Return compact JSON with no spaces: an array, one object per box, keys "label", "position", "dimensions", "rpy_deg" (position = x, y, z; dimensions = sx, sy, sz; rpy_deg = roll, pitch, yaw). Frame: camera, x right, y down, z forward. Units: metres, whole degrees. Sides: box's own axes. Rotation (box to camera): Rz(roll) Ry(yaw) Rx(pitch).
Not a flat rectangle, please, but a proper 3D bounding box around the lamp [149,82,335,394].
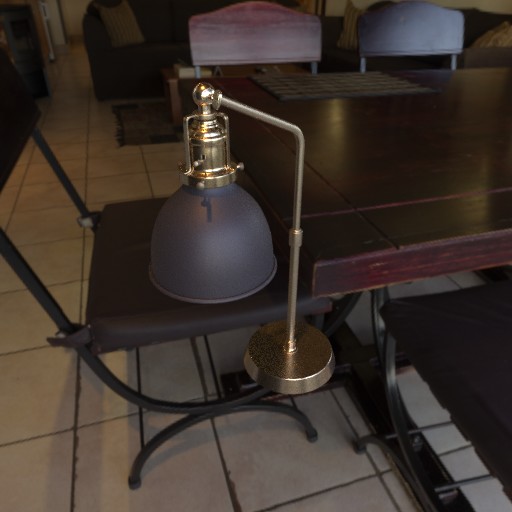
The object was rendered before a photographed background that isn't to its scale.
[{"label":"lamp","position":[0.000,0.000,0.595],"dimensions":[0.291,0.456,0.160],"rpy_deg":[-21,38,-30]}]
